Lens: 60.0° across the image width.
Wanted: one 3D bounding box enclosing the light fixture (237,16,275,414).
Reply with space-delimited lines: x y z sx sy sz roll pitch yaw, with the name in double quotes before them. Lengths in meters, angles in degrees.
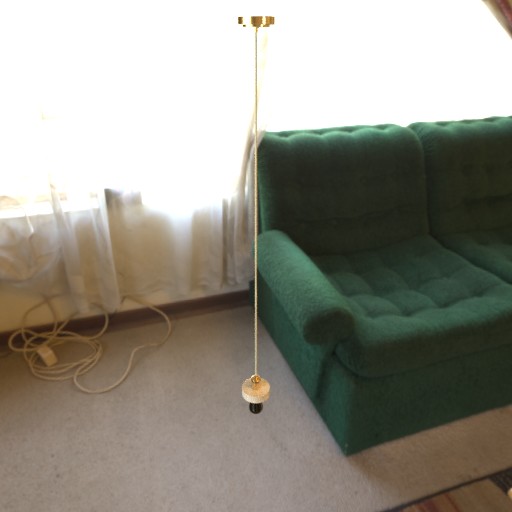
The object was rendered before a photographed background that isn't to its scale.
"light fixture" 0.000 0.000 1.756 0.129 1.669 0.129 -17 31 -31
